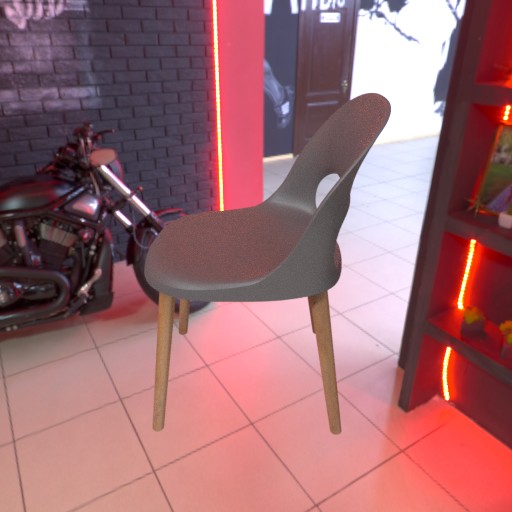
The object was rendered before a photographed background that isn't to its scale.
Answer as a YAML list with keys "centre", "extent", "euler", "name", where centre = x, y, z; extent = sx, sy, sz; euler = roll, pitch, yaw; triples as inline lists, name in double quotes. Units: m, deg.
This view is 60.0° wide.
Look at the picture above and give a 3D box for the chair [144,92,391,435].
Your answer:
- centre: [0.000, 0.000, 1.155]
  extent: [0.556, 0.795, 0.470]
  euler: [0, 26, 0]
  name: "chair"
